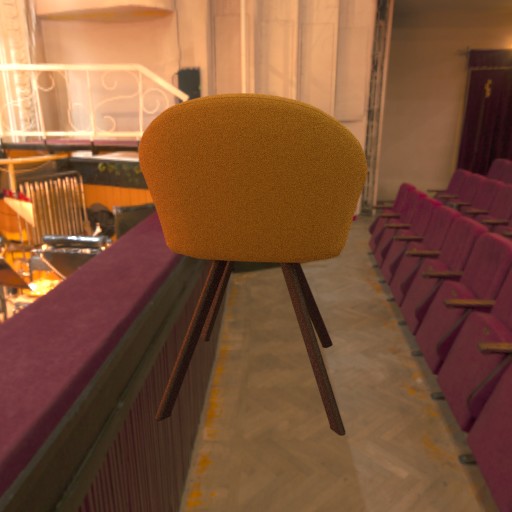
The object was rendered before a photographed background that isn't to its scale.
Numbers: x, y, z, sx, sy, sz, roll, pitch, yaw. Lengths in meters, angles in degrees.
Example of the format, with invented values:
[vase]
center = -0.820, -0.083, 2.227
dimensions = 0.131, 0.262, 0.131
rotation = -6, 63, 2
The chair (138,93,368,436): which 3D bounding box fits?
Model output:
[chair]
center = 0.000, 0.000, 1.164
dimensions = 0.545, 0.775, 0.565
rotation = 2, 17, 7
